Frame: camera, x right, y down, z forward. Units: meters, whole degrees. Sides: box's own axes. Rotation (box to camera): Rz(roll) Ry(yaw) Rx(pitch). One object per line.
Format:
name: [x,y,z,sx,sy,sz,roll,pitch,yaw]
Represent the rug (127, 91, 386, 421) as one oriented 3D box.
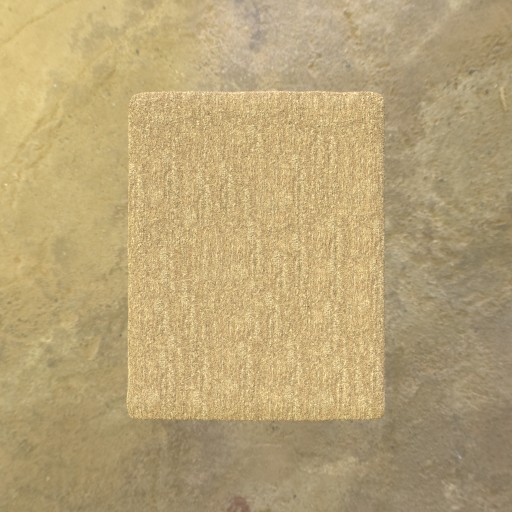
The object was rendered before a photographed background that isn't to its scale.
rug: [0.000,0.000,3.831,2.242,0.050,2.873,0,90,0]
